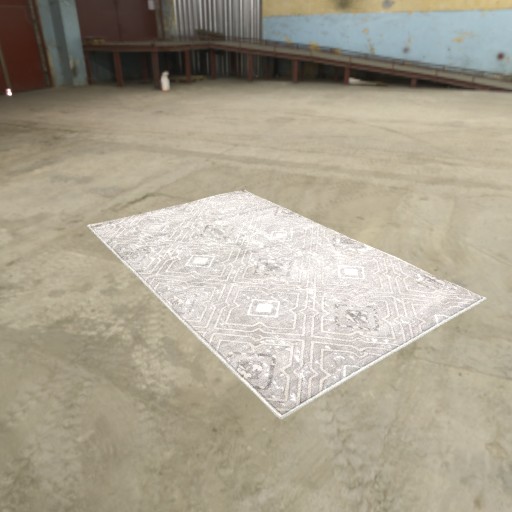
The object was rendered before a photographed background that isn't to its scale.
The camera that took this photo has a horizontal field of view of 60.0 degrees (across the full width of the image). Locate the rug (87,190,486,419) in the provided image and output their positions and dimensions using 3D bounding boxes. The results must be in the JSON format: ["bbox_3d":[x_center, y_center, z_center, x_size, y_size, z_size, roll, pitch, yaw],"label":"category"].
[{"bbox_3d":[0.000,0.000,3.042,1.537,0.036,2.447,-18,32,-32],"label":"rug"}]
